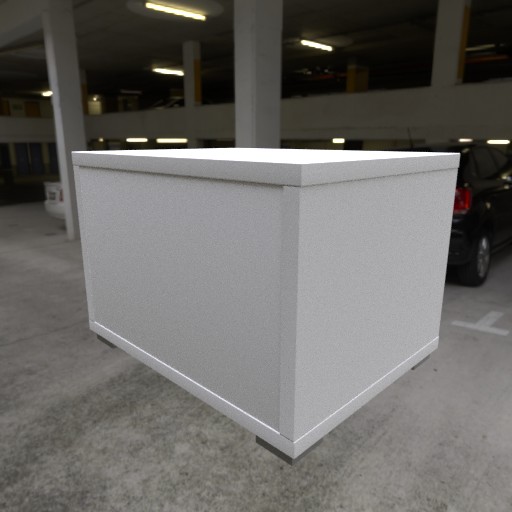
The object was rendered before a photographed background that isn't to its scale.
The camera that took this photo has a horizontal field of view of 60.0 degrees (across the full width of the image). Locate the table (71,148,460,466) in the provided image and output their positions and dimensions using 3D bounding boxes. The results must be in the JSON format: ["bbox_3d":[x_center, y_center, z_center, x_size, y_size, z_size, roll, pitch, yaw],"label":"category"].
[{"bbox_3d":[0.000,0.000,0.786,0.517,0.357,0.399,14,21,43],"label":"table"}]
